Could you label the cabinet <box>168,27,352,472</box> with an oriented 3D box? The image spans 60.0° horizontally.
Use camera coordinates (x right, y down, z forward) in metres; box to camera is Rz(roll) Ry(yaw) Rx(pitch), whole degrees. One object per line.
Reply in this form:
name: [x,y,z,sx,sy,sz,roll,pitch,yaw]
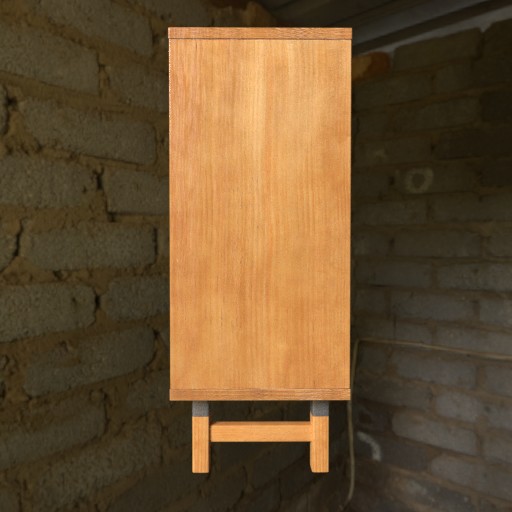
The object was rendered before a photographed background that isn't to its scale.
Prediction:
cabinet: [0.000,0.000,1.365,0.419,1.001,0.800,0,1,0]
